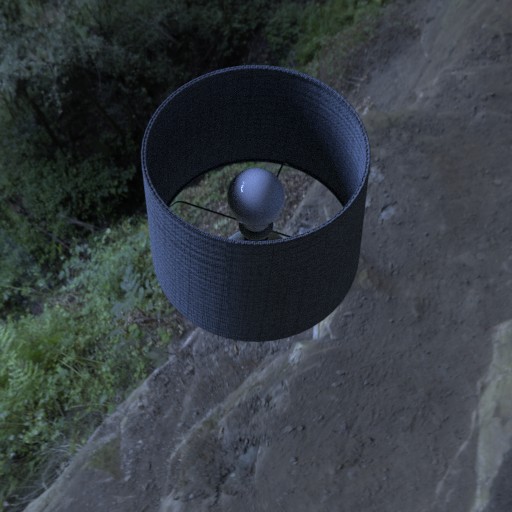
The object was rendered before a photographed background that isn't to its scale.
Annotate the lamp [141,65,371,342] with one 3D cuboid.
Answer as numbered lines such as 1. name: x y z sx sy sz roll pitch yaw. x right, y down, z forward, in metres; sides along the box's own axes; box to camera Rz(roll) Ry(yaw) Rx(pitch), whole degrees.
1. lamp: 0.000 0.000 0.576 0.251 0.429 0.251 0 63 0
